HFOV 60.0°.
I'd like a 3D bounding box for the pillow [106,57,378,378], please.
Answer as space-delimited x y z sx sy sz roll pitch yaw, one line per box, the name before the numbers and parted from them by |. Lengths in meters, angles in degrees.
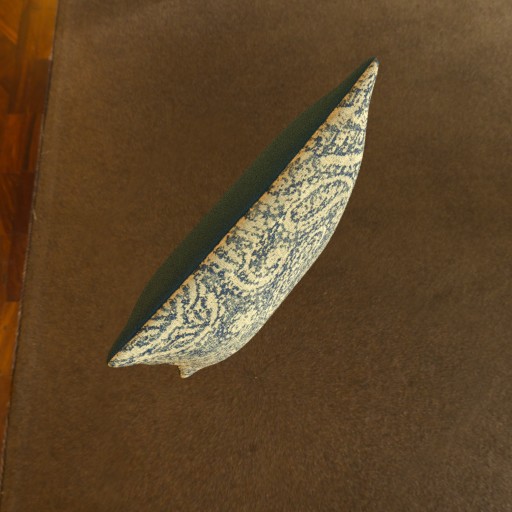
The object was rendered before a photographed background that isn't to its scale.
pillow | 0.000 0.000 0.782 0.166 0.510 0.523 38 78 10
